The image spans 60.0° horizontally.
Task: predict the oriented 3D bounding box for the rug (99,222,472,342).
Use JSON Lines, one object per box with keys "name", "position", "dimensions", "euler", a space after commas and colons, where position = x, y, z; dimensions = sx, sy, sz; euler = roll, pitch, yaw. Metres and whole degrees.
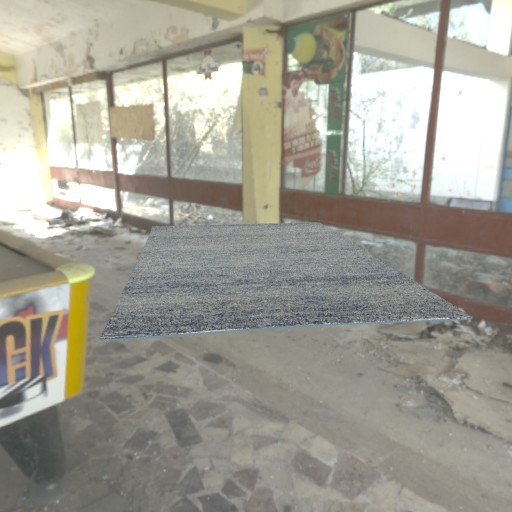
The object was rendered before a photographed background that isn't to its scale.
{"name": "rug", "position": [0.000, 0.000, 2.172], "dimensions": [1.145, 0.021, 1.777], "euler": [-2, 14, -8]}
